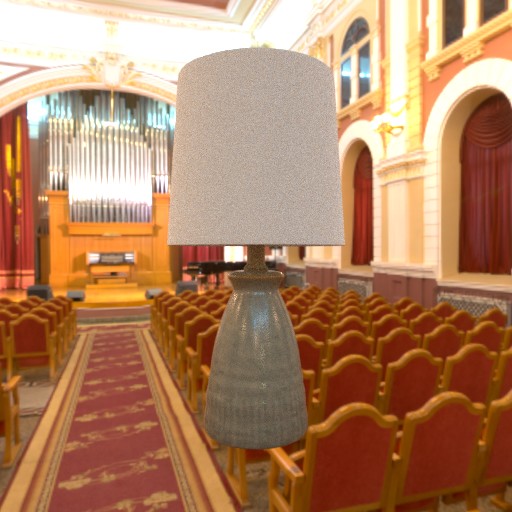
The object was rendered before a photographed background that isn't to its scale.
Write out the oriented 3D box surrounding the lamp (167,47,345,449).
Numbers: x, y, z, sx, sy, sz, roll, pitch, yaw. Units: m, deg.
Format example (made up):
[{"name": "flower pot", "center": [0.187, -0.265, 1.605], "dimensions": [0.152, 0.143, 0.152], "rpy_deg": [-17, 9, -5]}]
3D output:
[{"name": "lamp", "center": [0.000, 0.000, 0.474], "dimensions": [0.186, 0.369, 0.186], "rpy_deg": [0, 1, 0]}]
